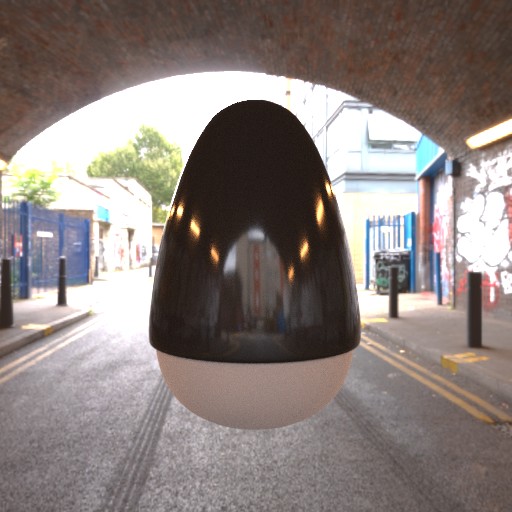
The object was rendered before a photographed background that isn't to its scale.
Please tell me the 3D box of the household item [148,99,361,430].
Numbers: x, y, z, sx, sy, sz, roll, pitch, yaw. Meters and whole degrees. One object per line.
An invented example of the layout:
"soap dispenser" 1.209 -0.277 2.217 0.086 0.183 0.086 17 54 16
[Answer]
"household item" 0.000 0.000 0.220 0.102 0.152 0.104 0 0 34
